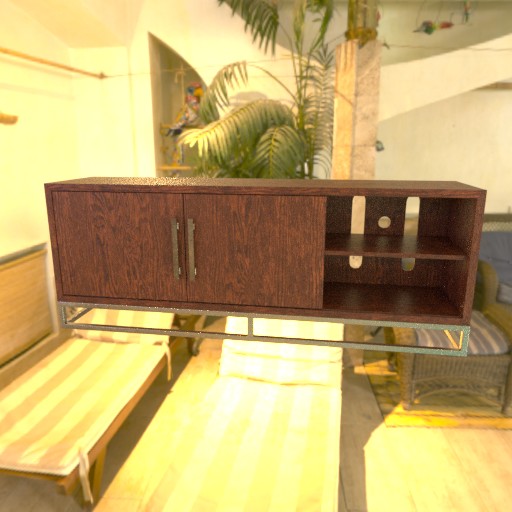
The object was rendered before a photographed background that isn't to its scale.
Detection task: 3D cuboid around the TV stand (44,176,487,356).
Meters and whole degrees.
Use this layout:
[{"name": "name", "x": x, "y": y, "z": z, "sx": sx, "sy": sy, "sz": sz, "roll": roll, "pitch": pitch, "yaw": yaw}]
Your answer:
[{"name": "TV stand", "x": 0.000, "y": 0.000, "z": 1.757, "sx": 1.541, "sy": 0.578, "sz": 0.382, "roll": 2, "pitch": 14, "yaw": 9}]
